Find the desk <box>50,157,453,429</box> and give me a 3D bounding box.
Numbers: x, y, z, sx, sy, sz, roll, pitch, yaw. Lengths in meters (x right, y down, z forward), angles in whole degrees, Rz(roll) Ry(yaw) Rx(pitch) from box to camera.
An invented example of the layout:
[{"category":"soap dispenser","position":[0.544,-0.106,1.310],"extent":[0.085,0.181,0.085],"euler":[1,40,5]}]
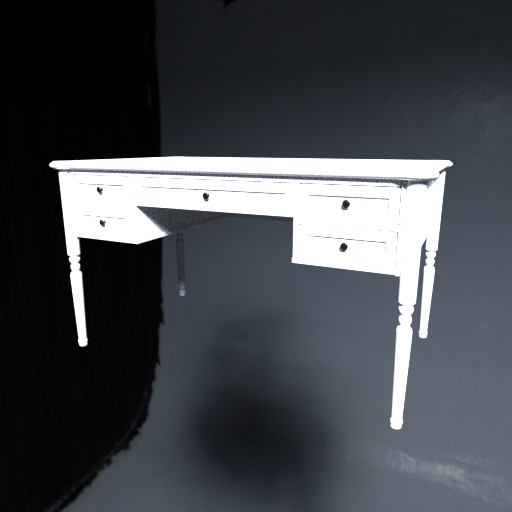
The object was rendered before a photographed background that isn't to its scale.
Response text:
[{"category":"desk","position":[0.000,0.000,1.813],"extent":[1.380,0.762,0.807],"euler":[7,16,25]}]
